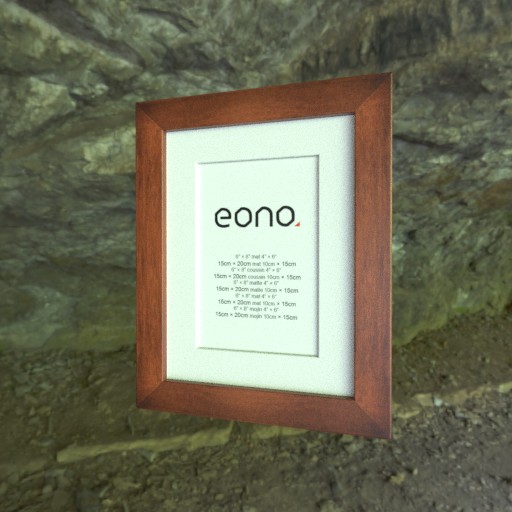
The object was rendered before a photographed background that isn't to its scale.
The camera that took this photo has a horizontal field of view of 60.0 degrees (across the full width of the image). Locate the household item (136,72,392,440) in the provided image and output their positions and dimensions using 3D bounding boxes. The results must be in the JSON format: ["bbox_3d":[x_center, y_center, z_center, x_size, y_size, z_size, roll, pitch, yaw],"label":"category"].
[{"bbox_3d":[0.000,0.000,0.341,0.200,0.250,0.020,0,0,18],"label":"household item"}]
